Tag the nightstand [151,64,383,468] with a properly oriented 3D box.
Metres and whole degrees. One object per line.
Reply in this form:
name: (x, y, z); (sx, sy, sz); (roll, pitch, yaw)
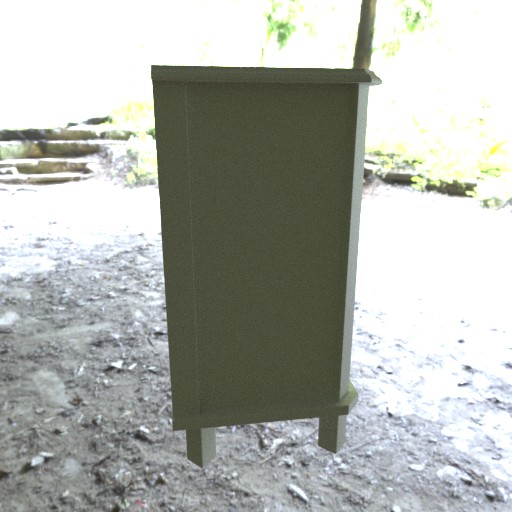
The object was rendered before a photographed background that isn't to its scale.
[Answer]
nightstand: (0.000, 0.000, 0.920); (0.351, 0.681, 0.435); (-2, 17, -8)
